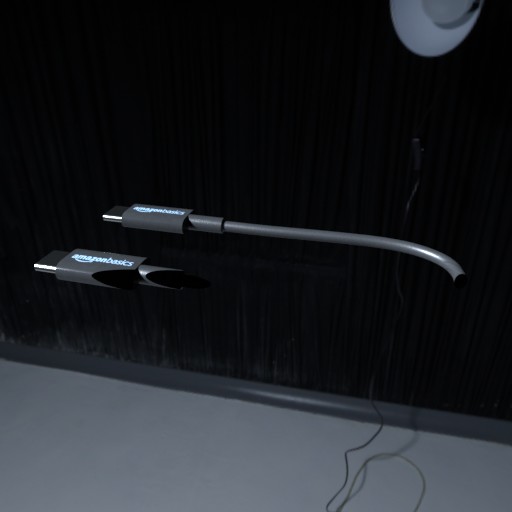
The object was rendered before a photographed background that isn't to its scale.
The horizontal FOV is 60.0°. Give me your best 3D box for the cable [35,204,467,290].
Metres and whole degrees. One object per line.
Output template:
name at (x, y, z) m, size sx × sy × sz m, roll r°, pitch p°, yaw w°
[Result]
cable at (0.000, 0.000, 0.110) m, size 0.098 × 0.005 × 0.041 m, roll 7°, pitch 30°, yaw 13°
